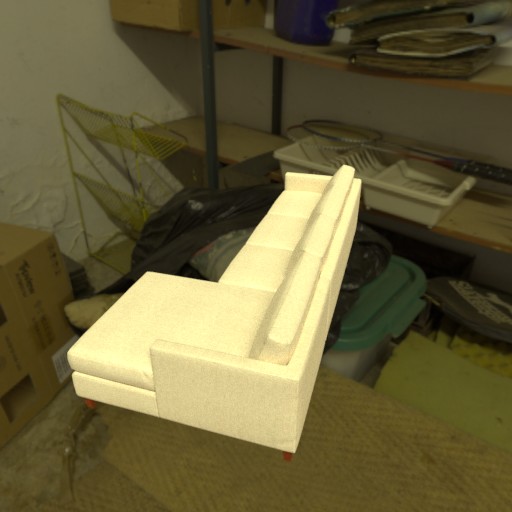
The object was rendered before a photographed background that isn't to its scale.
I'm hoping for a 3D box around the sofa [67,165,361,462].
[{"bbox_3d":[0.000,0.000,4.182,1.603,0.954,3.471,9,30,15],"label":"sofa"}]
